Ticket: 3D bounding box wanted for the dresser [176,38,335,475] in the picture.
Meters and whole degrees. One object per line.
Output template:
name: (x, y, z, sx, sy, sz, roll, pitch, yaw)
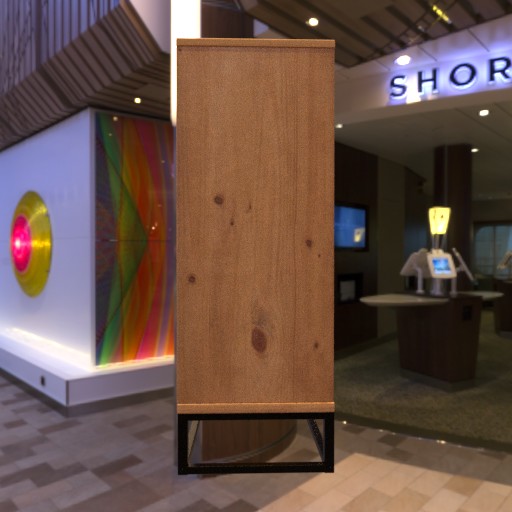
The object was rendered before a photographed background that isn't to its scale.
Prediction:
dresser: (0.000, 0.000, 1.640, 0.479, 1.240, 0.761, 0, 1, -2)
